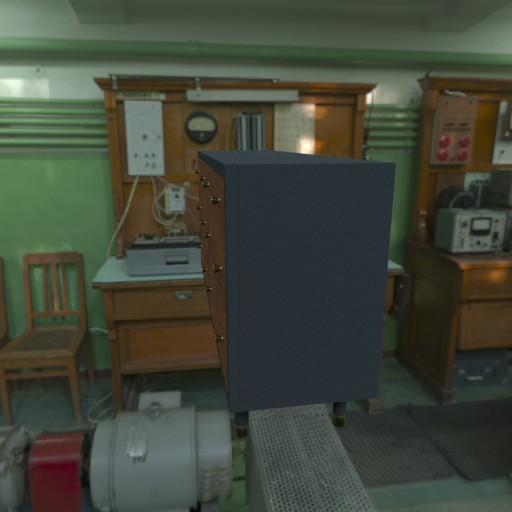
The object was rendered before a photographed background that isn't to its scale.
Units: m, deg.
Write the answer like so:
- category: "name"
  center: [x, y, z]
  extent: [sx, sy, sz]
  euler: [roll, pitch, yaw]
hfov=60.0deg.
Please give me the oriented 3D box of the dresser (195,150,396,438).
- category: "dresser"
  center: [0.000, 0.000, 1.951]
  extent: [0.463, 0.872, 1.558]
  euler: [-2, 15, -9]
